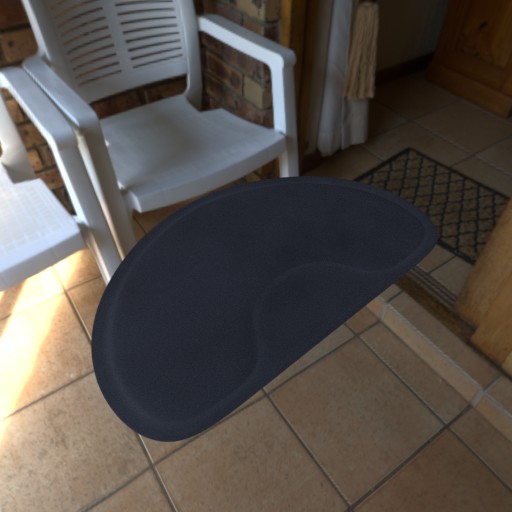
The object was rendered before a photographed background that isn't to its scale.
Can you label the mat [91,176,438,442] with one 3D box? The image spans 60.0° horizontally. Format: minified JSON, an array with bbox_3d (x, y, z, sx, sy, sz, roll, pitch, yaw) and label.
[{"bbox_3d":[0.000,0.000,1.816,1.524,0.013,0.913,-32,54,-26],"label":"mat"}]
